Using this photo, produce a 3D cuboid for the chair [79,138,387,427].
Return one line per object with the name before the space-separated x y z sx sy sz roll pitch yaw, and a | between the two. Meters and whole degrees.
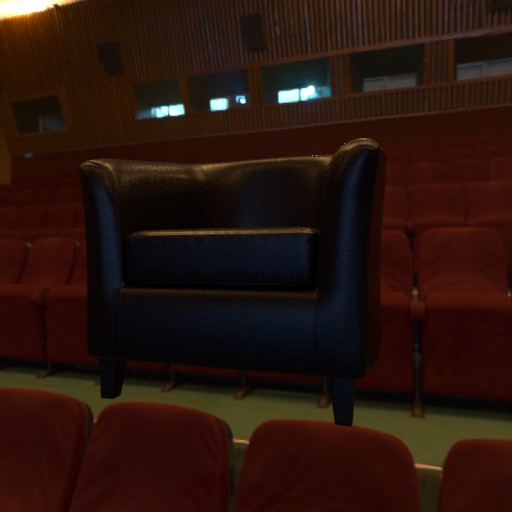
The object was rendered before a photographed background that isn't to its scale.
chair | 0.000 0.000 1.394 0.793 0.756 0.727 0 0 18
